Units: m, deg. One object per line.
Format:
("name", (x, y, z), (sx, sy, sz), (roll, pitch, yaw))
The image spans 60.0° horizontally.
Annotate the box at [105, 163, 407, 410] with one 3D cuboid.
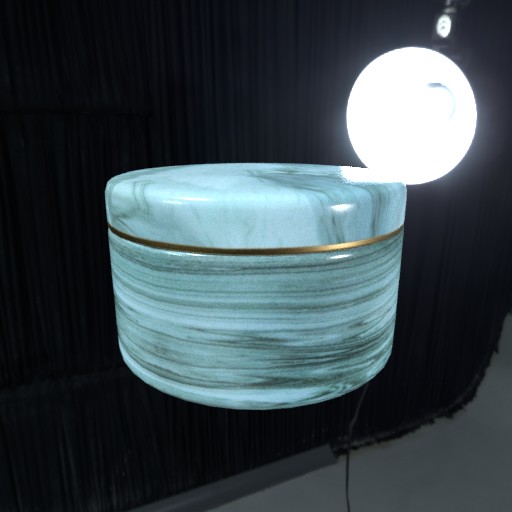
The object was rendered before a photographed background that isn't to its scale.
("box", (0.000, 0.000, 0.163), (0.101, 0.063, 0.101), (0, 16, 0))
